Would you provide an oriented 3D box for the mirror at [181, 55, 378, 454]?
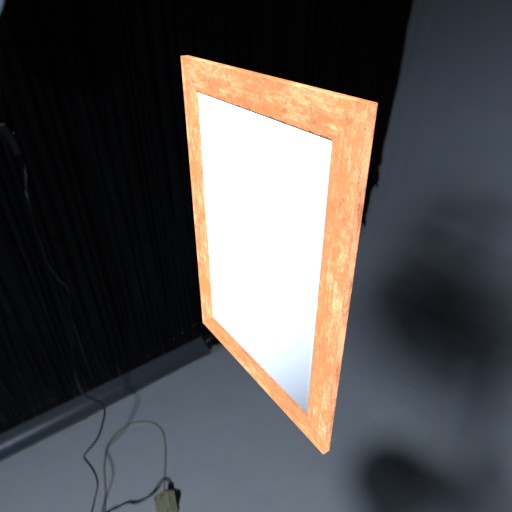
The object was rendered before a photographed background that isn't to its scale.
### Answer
[{"bbox_3d":[0.000,0.000,1.423,0.028,1.099,0.796,-20,37,-29],"label":"mirror"}]
